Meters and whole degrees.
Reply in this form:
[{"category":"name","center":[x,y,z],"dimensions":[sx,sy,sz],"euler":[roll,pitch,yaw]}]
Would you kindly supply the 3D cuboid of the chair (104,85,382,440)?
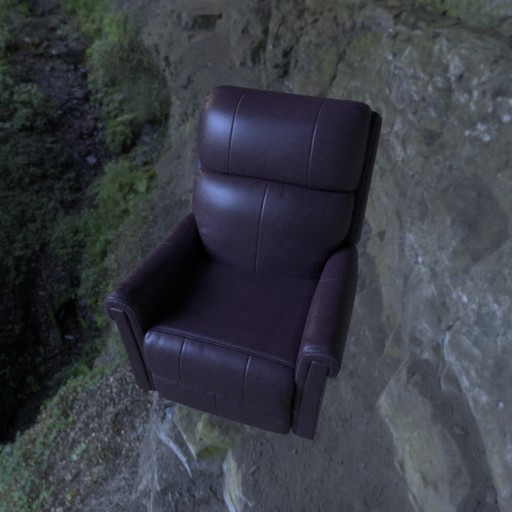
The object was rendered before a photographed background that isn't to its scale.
[{"category":"chair","center":[0.000,0.000,1.800],"dimensions":[0.838,1.054,1.014],"euler":[12,43,13]}]
